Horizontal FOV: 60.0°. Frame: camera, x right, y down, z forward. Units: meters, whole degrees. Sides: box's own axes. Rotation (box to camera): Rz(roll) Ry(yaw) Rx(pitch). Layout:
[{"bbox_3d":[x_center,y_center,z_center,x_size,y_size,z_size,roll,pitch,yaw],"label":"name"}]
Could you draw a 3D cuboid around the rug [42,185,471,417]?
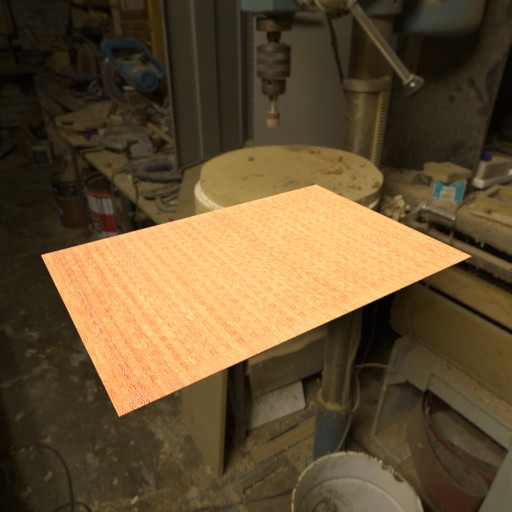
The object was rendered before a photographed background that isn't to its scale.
[{"bbox_3d":[0.000,0.000,2.833,2.285,0.006,1.524,-18,35,-29],"label":"rug"}]
